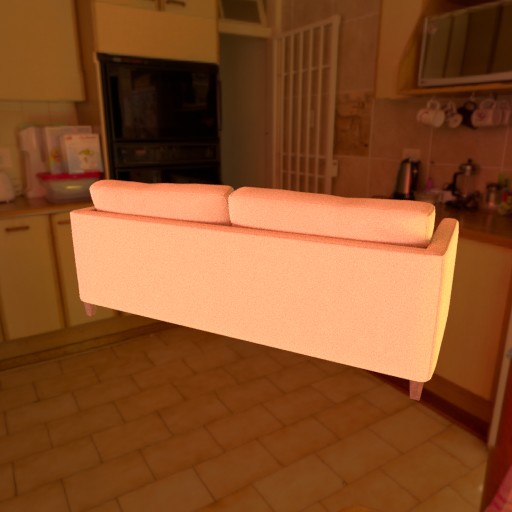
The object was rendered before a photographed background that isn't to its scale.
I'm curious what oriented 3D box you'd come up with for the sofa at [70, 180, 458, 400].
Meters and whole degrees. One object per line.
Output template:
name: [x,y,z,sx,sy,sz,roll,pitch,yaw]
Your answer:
sofa: [0.000,0.000,2.919,2.361,0.968,0.951,8,18,26]
